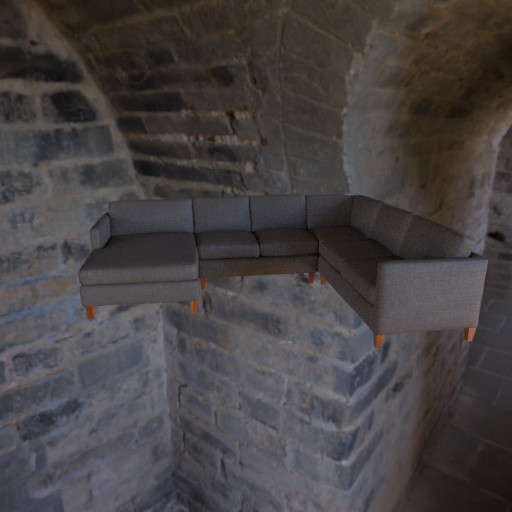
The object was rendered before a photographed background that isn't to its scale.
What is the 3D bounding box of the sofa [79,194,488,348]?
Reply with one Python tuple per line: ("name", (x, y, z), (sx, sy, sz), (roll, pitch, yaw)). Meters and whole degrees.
("sofa", (0.000, 0.000, 4.605), (3.460, 0.961, 2.594), (-2, 16, -8))
